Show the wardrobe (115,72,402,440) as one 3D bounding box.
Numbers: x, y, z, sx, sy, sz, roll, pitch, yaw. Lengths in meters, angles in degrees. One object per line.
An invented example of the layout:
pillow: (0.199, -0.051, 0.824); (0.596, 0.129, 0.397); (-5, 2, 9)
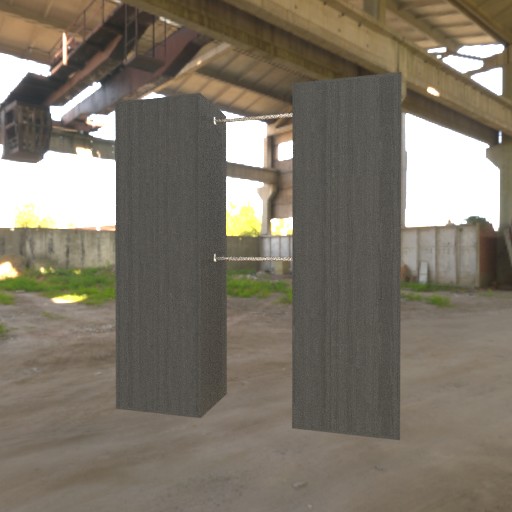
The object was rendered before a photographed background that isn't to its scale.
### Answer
wardrobe: (0.000, 0.000, 2.879); (1.770, 2.000, 0.480); (0, 1, 16)
